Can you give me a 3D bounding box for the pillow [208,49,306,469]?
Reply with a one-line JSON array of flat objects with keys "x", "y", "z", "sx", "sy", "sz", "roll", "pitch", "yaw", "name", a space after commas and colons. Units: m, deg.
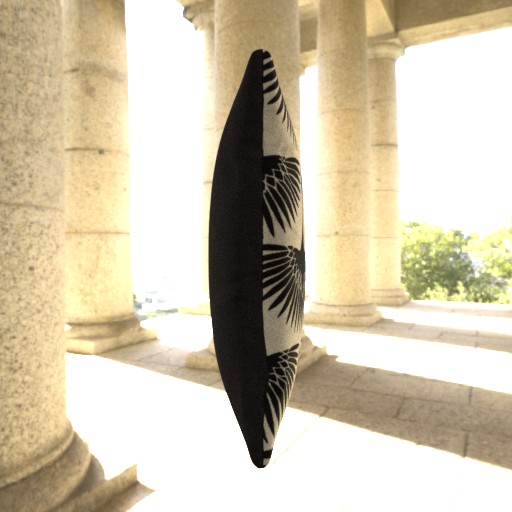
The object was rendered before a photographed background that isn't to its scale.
[{"x": 0.000, "y": 0.000, "z": 0.665, "sx": 0.139, "sy": 0.432, "sz": 0.432, "roll": 0, "pitch": 1, "yaw": -1, "name": "pillow"}]
